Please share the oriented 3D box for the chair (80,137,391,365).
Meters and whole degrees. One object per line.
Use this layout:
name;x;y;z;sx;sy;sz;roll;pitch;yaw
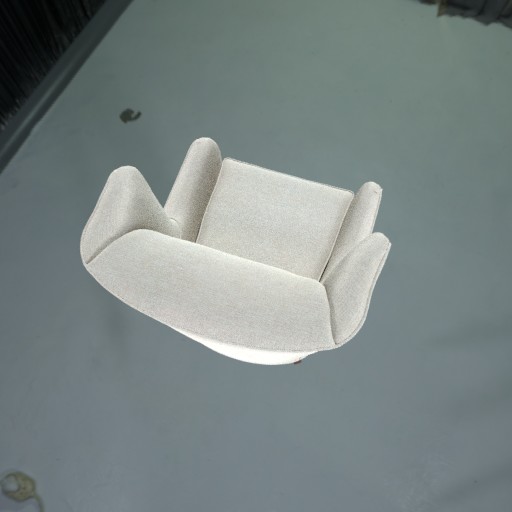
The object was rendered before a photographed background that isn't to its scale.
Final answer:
chair;0.000;0.000;1.743;0.838;1.040;0.966;17;65;8
